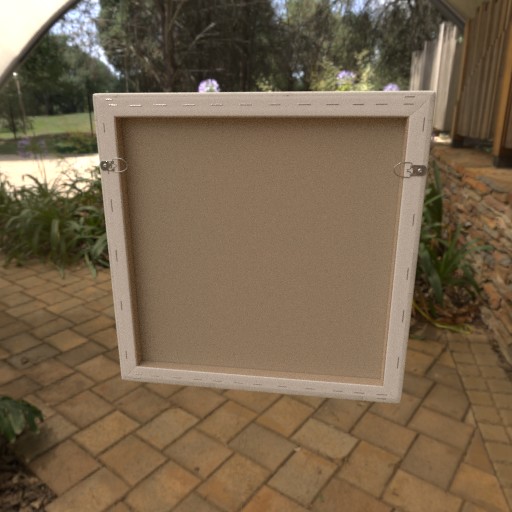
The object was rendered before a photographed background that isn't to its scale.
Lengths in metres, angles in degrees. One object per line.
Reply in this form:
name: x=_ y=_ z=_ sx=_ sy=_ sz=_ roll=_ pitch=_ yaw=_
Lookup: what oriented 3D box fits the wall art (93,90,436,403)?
wall art: x=0.000 y=0.000 z=1.099 sx=0.762 sy=0.762 sz=0.038 roll=2 pitch=17 yaw=8
